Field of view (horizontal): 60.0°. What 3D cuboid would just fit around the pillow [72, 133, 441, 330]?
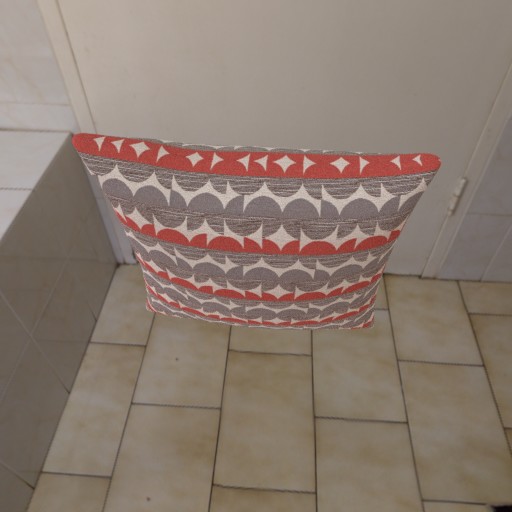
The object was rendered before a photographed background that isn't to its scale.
[{"bbox_3d":[0.000,0.000,0.653,0.420,0.410,0.180,4,47,4],"label":"pillow"}]
